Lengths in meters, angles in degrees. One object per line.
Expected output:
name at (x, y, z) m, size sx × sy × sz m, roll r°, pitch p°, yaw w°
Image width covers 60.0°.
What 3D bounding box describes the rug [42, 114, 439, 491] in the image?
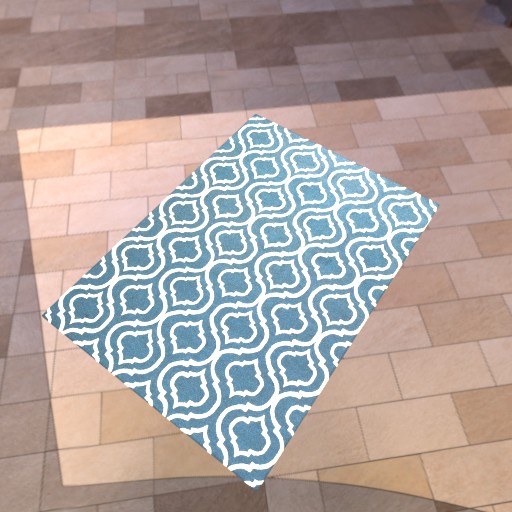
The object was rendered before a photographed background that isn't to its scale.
rug at (0.000, 0.000, 4.402) m, size 2.438 × 0.010 × 3.353 m, roll 32°, pitch 63°, yaw 18°
